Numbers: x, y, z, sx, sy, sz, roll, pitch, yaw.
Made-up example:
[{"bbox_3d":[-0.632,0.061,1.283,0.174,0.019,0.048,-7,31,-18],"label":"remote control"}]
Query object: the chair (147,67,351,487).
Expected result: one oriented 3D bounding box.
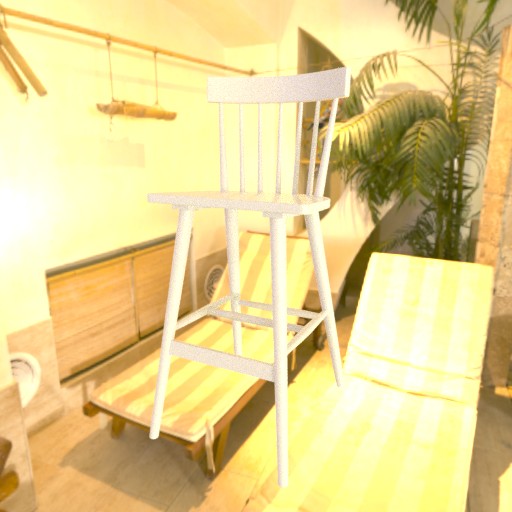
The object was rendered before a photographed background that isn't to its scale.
[{"bbox_3d":[0.000,0.000,1.378,0.483,1.092,0.572,7,17,26],"label":"chair"}]
